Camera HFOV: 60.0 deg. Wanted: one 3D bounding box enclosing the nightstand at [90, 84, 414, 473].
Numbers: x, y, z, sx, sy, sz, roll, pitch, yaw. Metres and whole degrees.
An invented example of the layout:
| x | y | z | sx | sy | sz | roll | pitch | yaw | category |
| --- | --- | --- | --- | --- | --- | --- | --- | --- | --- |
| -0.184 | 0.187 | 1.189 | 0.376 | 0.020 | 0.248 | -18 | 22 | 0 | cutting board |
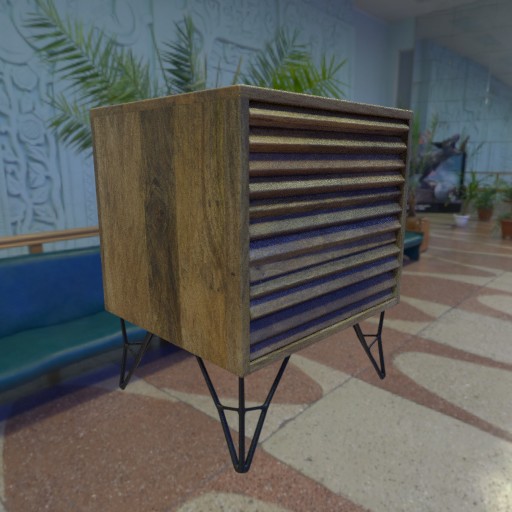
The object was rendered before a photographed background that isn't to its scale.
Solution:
| x | y | z | sx | sy | sz | roll | pitch | yaw | category |
| --- | --- | --- | --- | --- | --- | --- | --- | --- | --- |
| 0.000 | 0.000 | 0.888 | 0.406 | 0.559 | 0.457 | 12 | 17 | 44 | nightstand |
